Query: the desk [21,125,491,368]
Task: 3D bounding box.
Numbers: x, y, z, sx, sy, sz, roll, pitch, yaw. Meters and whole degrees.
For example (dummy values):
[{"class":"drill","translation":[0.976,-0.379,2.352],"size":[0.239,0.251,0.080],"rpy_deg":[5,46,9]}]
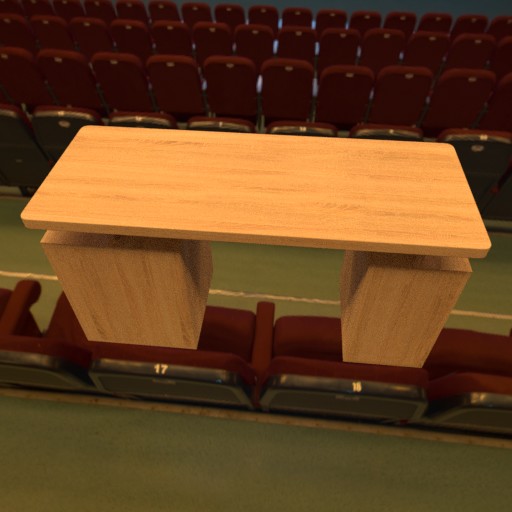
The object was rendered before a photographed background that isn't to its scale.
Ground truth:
[{"class":"desk","translation":[0.000,0.000,1.759],"size":[1.400,0.760,0.550],"rpy_deg":[4,46,4]}]
